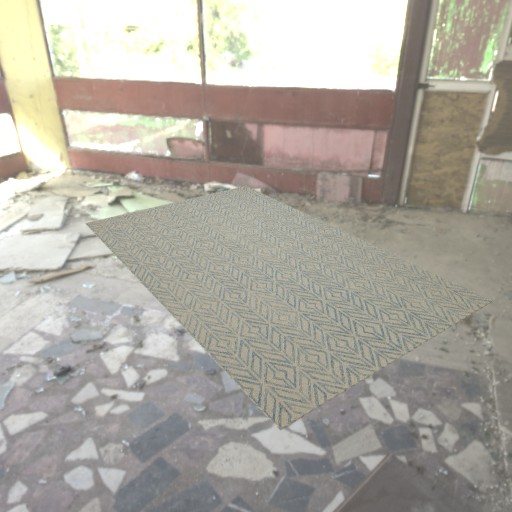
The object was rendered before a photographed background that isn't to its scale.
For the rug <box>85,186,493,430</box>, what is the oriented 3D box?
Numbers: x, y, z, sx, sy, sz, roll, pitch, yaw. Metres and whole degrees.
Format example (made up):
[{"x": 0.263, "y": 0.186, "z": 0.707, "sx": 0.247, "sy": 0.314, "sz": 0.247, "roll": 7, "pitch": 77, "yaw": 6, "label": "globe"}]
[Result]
[{"x": 0.000, "y": 0.000, "z": 2.974, "sx": 1.526, "sy": 0.008, "sz": 2.441, "roll": -19, "pitch": 33, "yaw": -31, "label": "rug"}]
